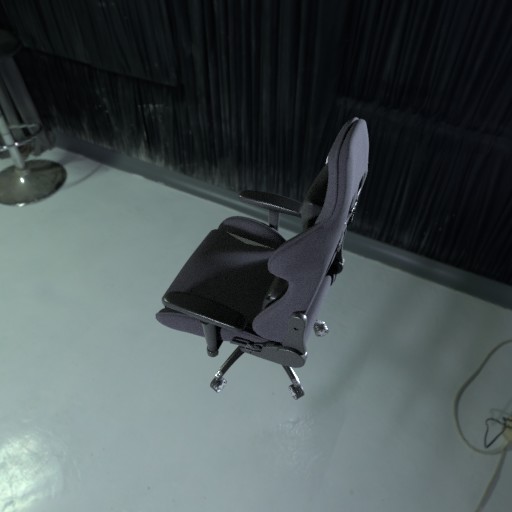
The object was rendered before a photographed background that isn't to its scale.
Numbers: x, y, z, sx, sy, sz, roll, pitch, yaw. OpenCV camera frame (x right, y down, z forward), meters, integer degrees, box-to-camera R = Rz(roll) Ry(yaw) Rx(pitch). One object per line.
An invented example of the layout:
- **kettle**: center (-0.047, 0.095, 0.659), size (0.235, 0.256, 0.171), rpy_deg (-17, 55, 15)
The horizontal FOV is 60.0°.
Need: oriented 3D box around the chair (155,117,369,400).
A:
- **chair**: center (0.000, 0.000, 1.794), size (0.695, 1.300, 0.730), rpy_deg (18, 50, 16)
